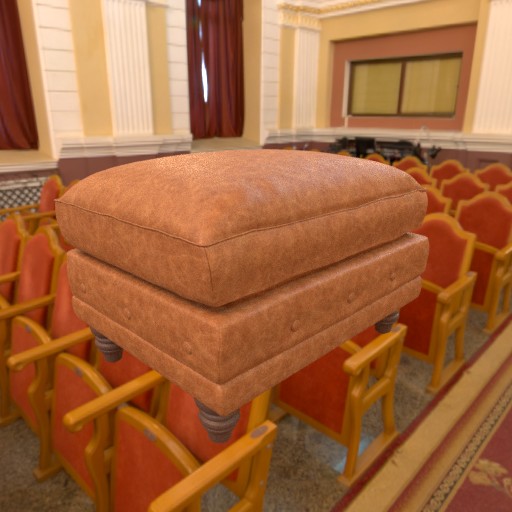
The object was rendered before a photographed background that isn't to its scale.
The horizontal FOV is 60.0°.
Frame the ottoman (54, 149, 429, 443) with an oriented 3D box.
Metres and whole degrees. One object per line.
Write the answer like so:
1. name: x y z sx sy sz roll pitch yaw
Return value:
1. ottoman: 0.000 0.000 1.046 0.533 0.480 0.710 17 24 42
